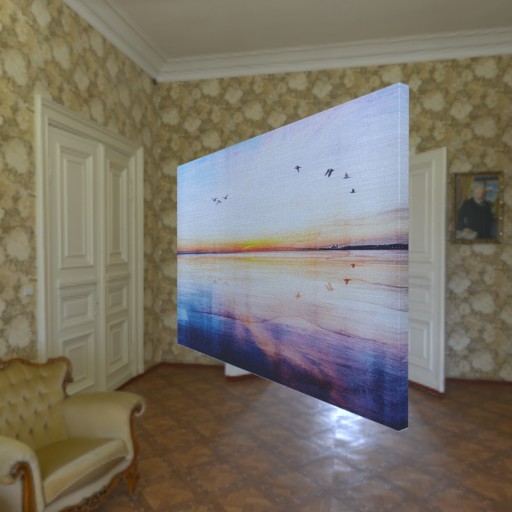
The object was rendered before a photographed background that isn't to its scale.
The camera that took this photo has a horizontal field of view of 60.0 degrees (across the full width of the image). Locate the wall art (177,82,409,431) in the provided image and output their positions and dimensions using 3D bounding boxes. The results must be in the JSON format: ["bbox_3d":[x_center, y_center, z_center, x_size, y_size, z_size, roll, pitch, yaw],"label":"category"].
[{"bbox_3d":[0.000,0.000,1.435,0.034,0.756,1.137,0,0,-35],"label":"wall art"}]
